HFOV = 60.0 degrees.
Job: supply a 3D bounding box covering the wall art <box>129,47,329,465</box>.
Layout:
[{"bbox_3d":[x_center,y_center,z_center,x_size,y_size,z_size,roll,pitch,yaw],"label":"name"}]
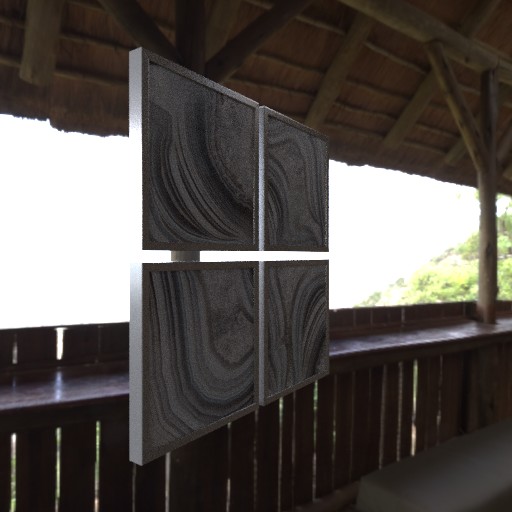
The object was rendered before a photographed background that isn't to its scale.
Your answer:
[{"bbox_3d":[0.000,0.000,0.903,0.029,0.611,0.611,0,0,36],"label":"wall art"}]
